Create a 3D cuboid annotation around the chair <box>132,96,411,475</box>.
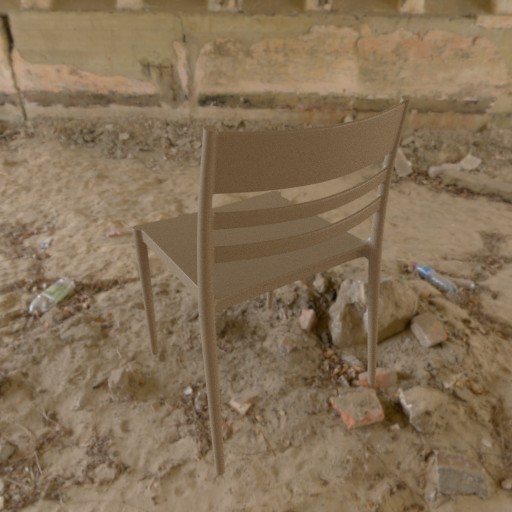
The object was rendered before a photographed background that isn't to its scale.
[{"bbox_3d":[0.000,0.000,1.140,0.531,0.800,0.511,-18,35,-29],"label":"chair"}]
